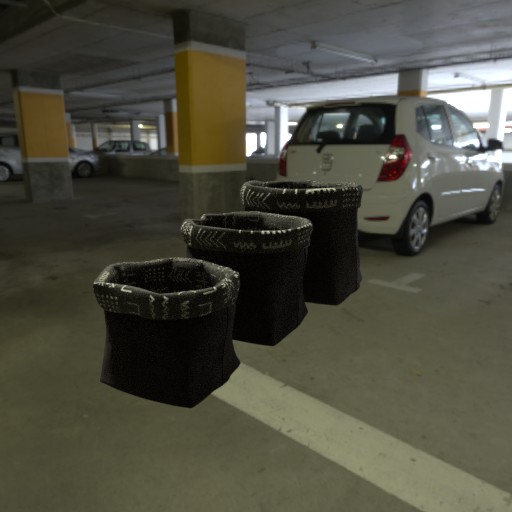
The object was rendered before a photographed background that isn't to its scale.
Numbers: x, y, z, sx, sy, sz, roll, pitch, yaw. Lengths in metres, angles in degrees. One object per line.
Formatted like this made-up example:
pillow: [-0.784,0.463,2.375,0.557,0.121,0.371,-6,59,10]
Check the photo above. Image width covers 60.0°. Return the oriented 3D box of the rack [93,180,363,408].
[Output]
rack: [0.000,0.000,1.107,0.379,0.323,0.905,7,15,26]
